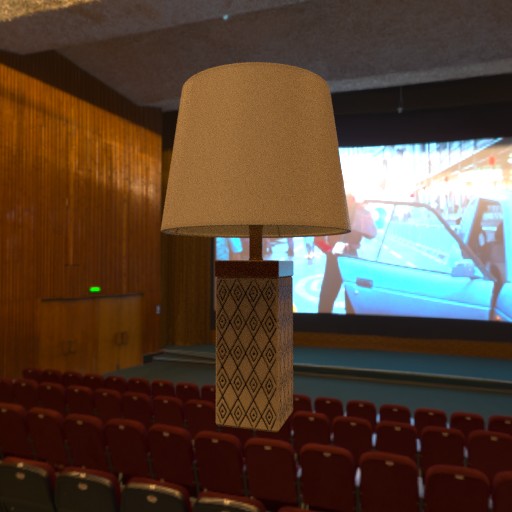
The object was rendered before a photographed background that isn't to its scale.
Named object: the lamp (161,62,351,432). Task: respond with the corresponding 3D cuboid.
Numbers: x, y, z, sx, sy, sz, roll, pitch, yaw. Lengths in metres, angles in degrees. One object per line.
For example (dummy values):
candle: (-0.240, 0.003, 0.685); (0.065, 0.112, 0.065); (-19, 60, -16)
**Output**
lamp: (0.000, 0.000, 0.597); (0.251, 0.435, 0.251); (0, -1, 0)
